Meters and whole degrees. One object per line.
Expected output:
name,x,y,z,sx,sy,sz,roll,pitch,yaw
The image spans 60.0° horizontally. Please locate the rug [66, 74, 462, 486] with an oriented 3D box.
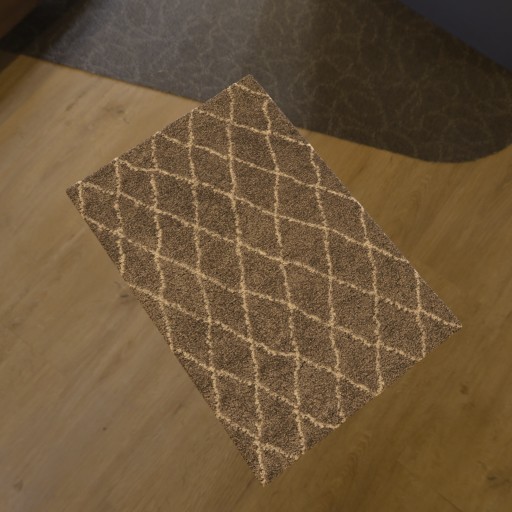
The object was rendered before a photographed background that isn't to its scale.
rug,0.000,0.000,2.266,1.219,0.030,1.778,-35,78,-9
